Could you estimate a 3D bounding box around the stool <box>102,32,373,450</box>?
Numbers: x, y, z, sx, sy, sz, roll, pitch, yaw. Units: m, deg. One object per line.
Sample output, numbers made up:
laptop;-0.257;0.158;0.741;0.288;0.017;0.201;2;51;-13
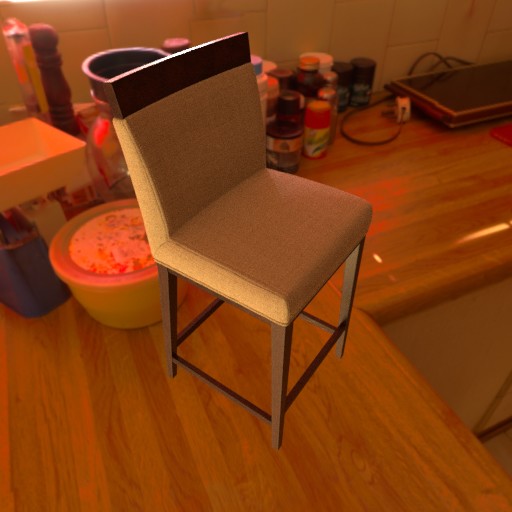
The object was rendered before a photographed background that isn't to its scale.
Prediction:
stool;0.000;0.000;1.242;0.480;1.011;0.463;25;47;26
